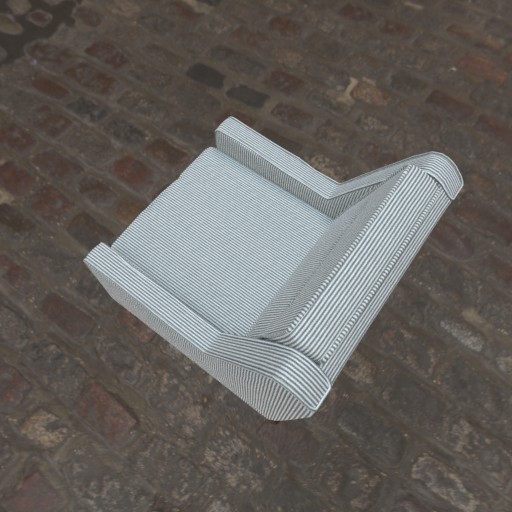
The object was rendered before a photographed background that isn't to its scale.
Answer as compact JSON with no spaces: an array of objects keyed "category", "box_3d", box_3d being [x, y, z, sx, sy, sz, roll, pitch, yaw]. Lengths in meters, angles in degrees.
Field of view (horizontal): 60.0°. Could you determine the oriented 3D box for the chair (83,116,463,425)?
[{"category":"chair","box_3d":[0.000,0.000,1.302,0.743,0.792,0.663,34,68,15]}]
